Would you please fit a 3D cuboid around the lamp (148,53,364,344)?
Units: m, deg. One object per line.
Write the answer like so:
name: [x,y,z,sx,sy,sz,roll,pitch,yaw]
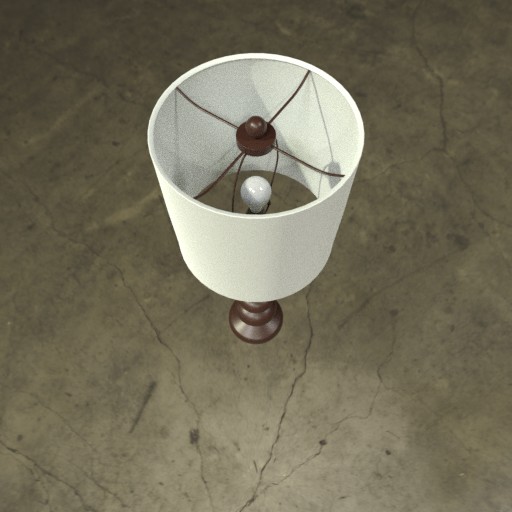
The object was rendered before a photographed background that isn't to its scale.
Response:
lamp: [0.000,0.000,0.816,0.254,0.690,0.254,32,67,15]
